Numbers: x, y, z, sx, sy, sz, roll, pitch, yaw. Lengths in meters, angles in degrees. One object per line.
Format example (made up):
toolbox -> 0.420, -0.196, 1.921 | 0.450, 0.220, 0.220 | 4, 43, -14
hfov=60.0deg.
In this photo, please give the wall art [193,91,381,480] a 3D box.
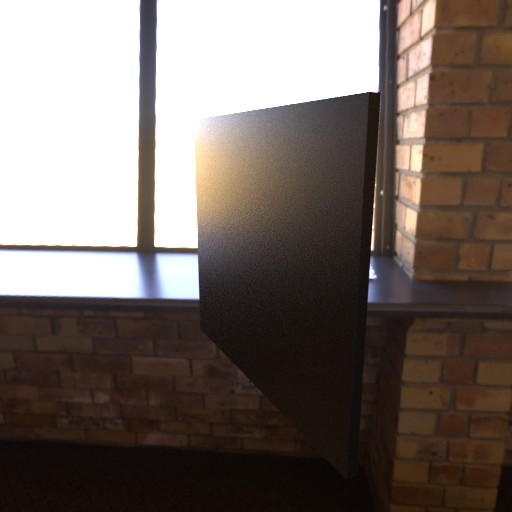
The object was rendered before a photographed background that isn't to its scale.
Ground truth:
wall art -> 0.000, 0.000, 0.528 | 0.012, 0.332, 0.383 | -7, 16, -26
